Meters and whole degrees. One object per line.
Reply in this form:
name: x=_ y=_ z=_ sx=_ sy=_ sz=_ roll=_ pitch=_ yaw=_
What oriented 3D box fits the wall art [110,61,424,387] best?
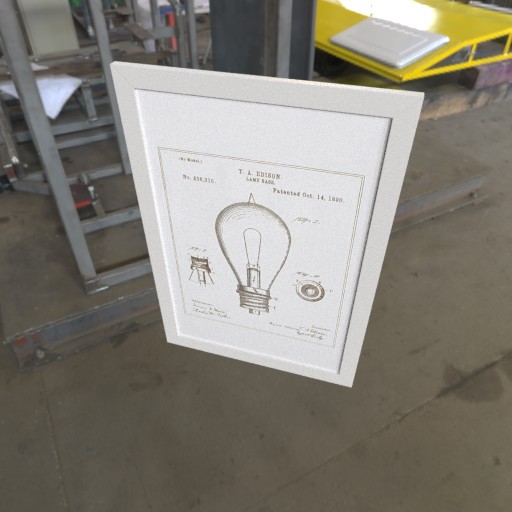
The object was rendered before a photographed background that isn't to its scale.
wall art: x=0.000 y=0.000 z=0.600 sx=0.325 sy=0.474 sz=0.010 roll=11 pitch=42 yaw=12
